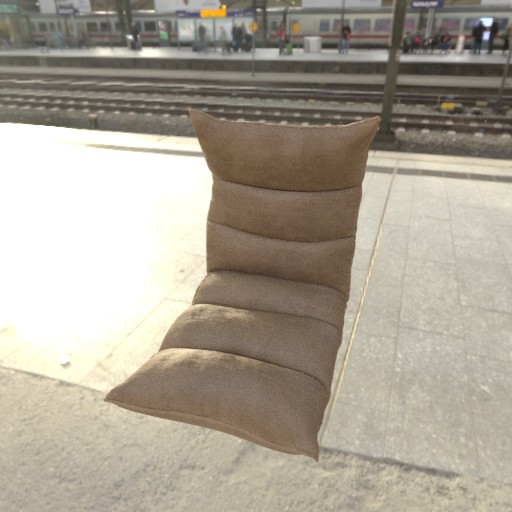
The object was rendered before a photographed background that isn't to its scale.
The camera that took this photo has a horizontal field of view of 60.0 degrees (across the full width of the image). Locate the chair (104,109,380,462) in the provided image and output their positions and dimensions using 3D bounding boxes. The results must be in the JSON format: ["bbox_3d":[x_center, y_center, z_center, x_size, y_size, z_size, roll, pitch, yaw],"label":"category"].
[{"bbox_3d":[0.000,0.000,1.576,0.714,0.892,0.985,8,28,15],"label":"chair"}]
